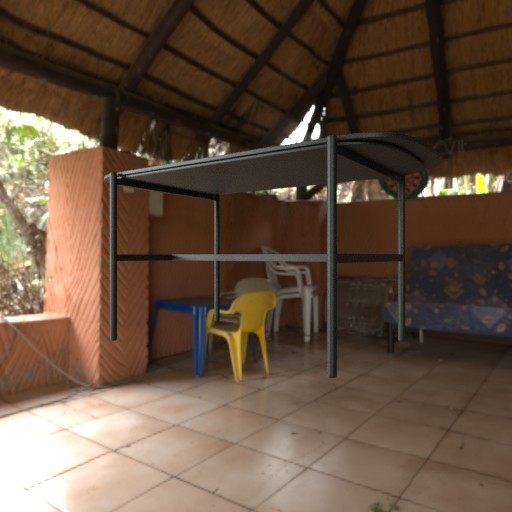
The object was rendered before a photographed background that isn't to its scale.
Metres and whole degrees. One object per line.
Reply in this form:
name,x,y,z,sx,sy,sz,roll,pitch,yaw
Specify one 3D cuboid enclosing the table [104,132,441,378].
table,0.000,0.000,1.051,0.800,0.400,0.400,0,0,35
